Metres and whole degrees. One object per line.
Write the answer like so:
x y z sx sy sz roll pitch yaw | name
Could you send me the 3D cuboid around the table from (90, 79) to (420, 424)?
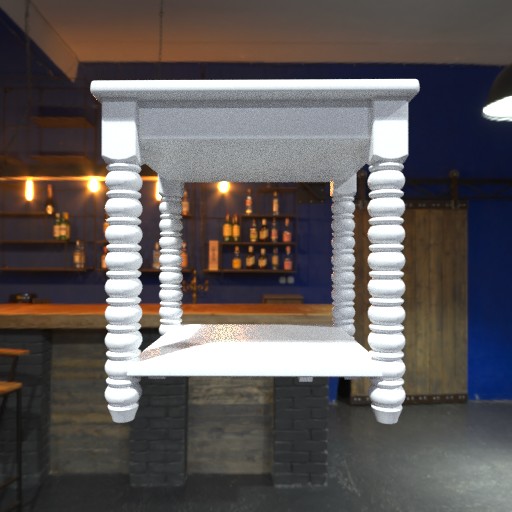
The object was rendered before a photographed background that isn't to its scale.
0.000 0.000 0.957 0.533 0.563 0.500 0 0 1 | table
